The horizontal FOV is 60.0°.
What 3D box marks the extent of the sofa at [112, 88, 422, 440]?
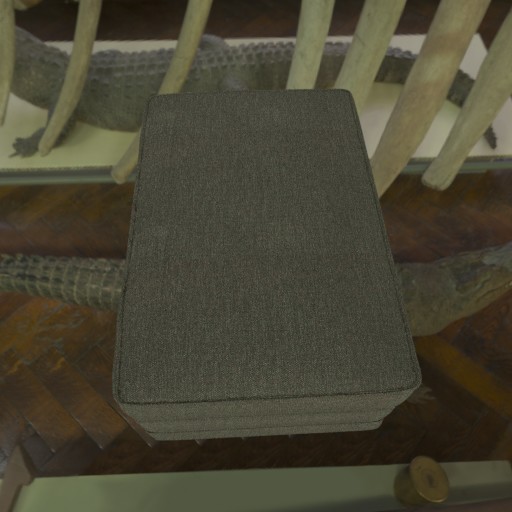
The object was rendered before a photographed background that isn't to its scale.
[{"bbox_3d":[0.000,0.000,1.185,0.578,0.457,0.854,-2,59,-1],"label":"sofa"}]
